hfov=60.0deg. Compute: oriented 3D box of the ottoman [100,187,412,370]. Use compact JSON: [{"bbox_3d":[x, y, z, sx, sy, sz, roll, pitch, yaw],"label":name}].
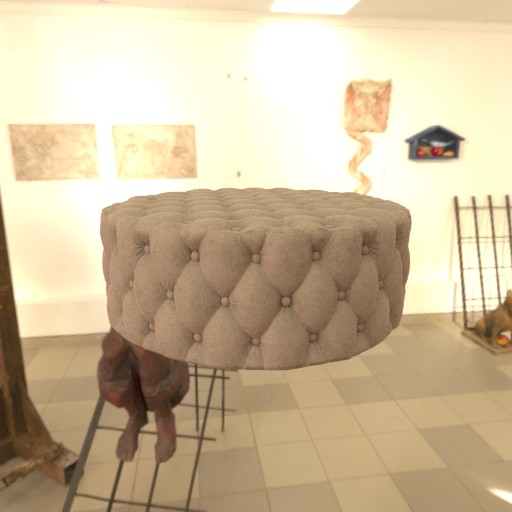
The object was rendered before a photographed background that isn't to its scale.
[{"bbox_3d":[0.000,0.000,1.507,0.998,0.399,0.998,0,14,0],"label":"ottoman"}]
